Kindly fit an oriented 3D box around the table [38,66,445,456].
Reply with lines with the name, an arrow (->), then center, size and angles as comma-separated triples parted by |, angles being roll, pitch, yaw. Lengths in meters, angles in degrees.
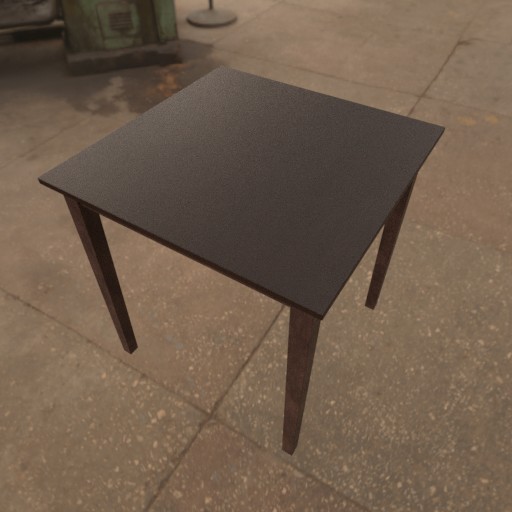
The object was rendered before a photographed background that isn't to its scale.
table -> 0.000, 0.000, 1.403 | 0.749, 0.770, 0.749 | 24, 51, 22
